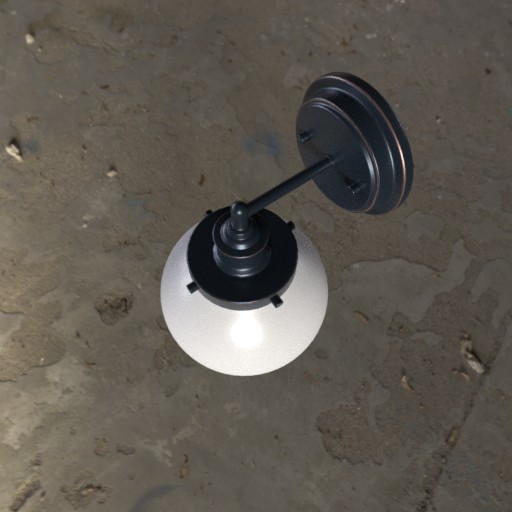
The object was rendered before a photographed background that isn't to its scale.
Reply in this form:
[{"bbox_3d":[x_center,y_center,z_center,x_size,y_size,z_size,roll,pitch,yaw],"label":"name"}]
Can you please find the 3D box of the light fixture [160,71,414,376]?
[{"bbox_3d":[0.000,0.000,0.469,0.230,0.332,0.197,-32,68,-15],"label":"light fixture"}]
